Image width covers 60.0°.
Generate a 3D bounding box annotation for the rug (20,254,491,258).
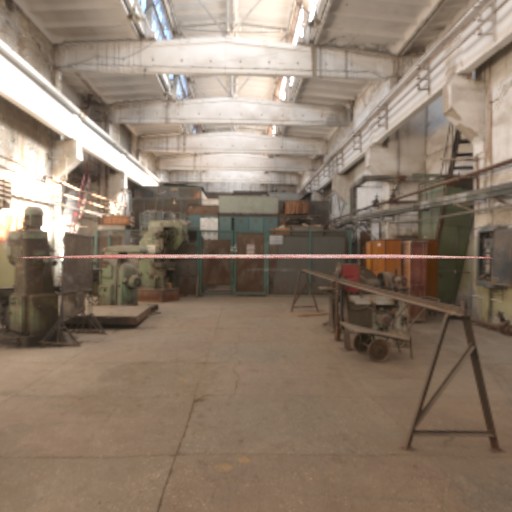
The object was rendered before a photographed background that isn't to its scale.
[{"bbox_3d":[0.000,0.000,2.307,1.829,0.006,1.219,0,1,1],"label":"rug"}]
